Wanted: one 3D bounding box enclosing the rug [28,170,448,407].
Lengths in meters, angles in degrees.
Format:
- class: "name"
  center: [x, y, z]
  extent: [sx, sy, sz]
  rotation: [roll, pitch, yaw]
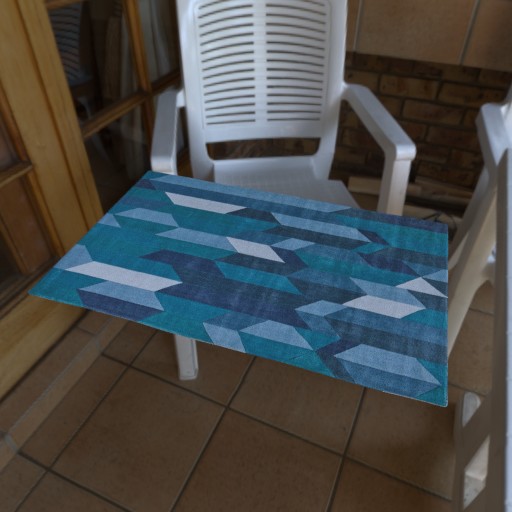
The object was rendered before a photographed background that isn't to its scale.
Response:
- class: "rug"
  center: [0.000, 0.000, 2.944]
  extent: [2.420, 0.005, 1.528]
  rotation: [12, 43, 14]
